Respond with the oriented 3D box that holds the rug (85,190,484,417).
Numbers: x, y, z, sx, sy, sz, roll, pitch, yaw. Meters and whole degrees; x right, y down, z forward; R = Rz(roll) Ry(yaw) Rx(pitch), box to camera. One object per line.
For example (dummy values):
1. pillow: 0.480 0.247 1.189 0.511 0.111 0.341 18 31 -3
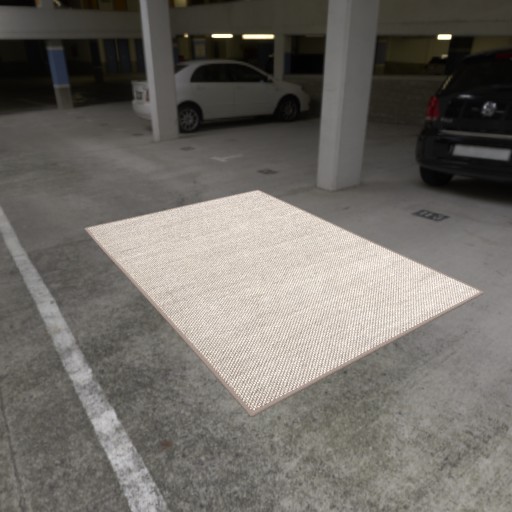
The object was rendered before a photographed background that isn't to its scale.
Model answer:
1. rug: 0.000 0.000 2.759 1.517 0.013 2.115 -17 31 -31
